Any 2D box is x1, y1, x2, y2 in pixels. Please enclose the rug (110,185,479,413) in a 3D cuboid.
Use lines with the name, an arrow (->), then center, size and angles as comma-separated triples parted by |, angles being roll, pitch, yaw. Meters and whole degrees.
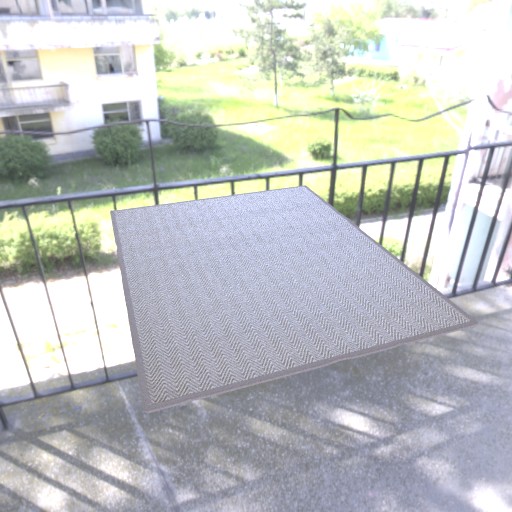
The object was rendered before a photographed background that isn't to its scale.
rug -> 0.000, 0.000, 4.132 | 2.434, 0.032, 3.007 | -10, 31, -17
